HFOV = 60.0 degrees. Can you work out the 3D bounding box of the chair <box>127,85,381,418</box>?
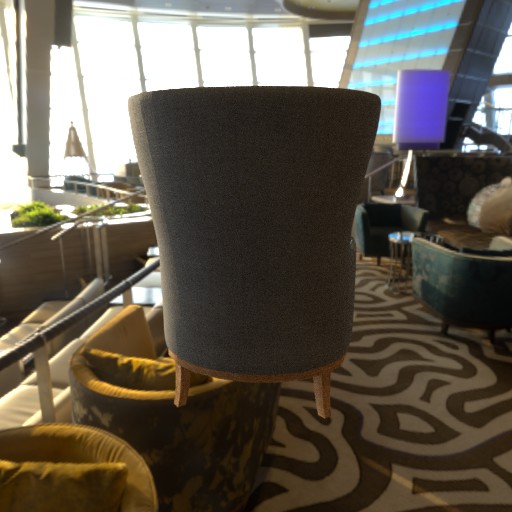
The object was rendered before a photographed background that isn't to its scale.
[{"bbox_3d":[0.000,0.000,1.761,0.864,1.176,0.883,2,14,7],"label":"chair"}]
